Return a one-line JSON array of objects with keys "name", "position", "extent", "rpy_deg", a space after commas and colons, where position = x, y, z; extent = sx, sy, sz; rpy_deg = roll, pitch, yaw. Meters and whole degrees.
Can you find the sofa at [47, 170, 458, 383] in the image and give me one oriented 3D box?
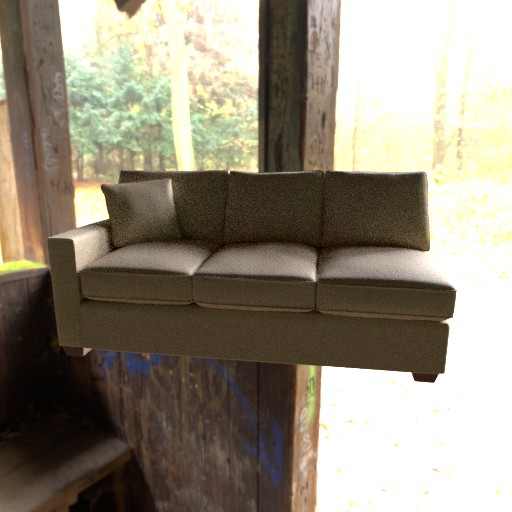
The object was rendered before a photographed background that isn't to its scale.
[{"name": "sofa", "position": [0.000, 0.000, 2.545], "extent": [1.962, 0.946, 1.034], "rpy_deg": [2, 14, 9]}]
